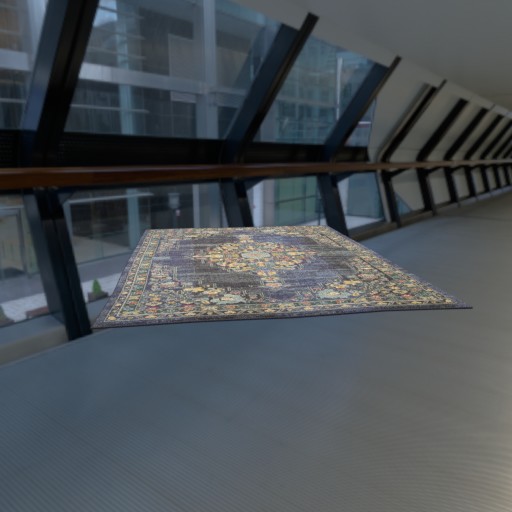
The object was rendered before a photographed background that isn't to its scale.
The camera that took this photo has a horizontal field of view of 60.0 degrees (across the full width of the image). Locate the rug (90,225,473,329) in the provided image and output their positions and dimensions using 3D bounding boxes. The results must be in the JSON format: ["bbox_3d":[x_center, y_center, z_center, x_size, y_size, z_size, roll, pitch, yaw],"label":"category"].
[{"bbox_3d":[0.000,0.000,4.812,2.716,0.035,3.612,-2,14,-8],"label":"rug"}]
